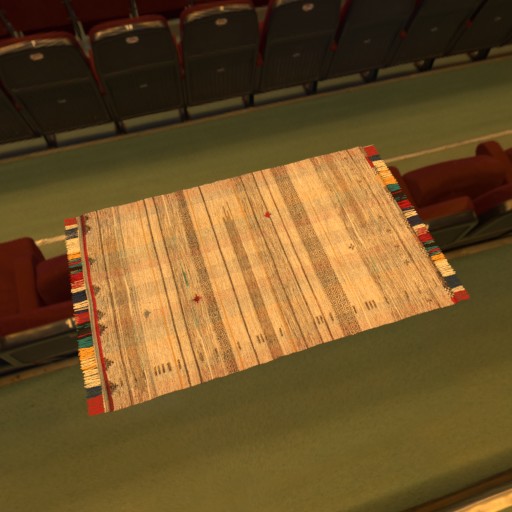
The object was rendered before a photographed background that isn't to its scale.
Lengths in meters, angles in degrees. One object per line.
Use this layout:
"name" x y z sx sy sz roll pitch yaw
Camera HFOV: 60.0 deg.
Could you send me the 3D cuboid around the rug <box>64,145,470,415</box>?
"rug" 0.000 0.000 3.021 2.465 0.012 1.465 -15 60 -9
